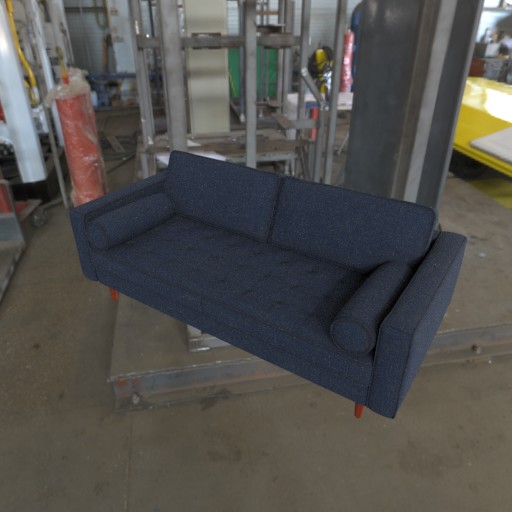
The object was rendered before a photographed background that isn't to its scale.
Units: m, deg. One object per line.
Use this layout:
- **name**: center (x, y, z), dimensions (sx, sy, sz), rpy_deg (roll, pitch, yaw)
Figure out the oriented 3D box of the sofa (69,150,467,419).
- **sofa**: center (0.000, 0.000, 2.356), dimensions (1.880, 0.762, 0.914), rpy_deg (19, 35, 28)
